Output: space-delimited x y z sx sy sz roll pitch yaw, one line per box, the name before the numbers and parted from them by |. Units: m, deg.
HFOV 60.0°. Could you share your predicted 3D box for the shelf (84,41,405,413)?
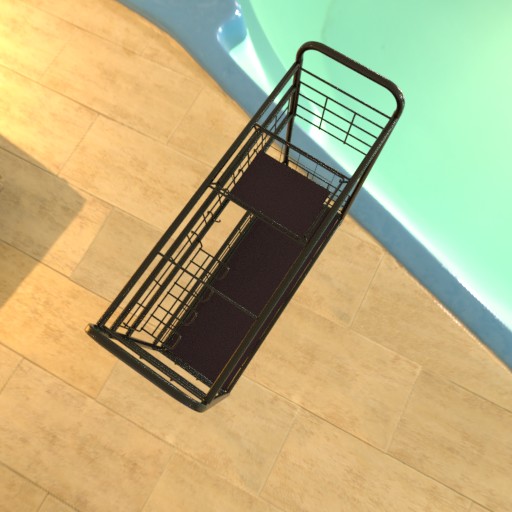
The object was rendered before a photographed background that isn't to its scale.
shelf | 0.000 0.000 1.562 0.350 1.026 0.961 33 77 9
